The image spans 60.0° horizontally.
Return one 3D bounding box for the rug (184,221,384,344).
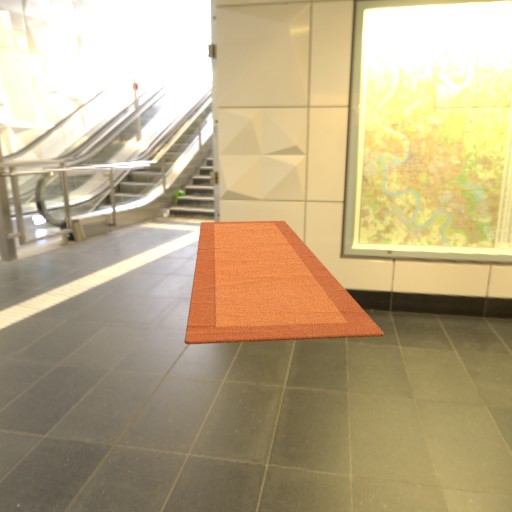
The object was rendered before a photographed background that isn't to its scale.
[{"bbox_3d":[0.000,0.000,2.820,0.914,0.013,2.471,-2,15,-9],"label":"rug"}]
